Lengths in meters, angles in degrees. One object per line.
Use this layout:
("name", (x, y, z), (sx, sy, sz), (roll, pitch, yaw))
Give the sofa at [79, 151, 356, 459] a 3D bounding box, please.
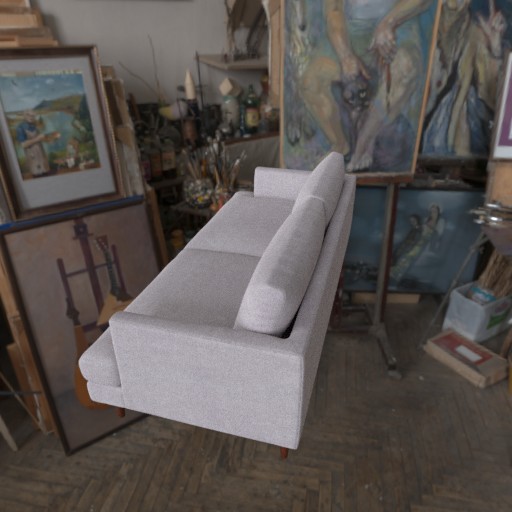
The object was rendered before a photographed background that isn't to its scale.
("sofa", (0.000, 0.000, 2.786), (1.020, 0.868, 2.250), (8, 29, 14))
